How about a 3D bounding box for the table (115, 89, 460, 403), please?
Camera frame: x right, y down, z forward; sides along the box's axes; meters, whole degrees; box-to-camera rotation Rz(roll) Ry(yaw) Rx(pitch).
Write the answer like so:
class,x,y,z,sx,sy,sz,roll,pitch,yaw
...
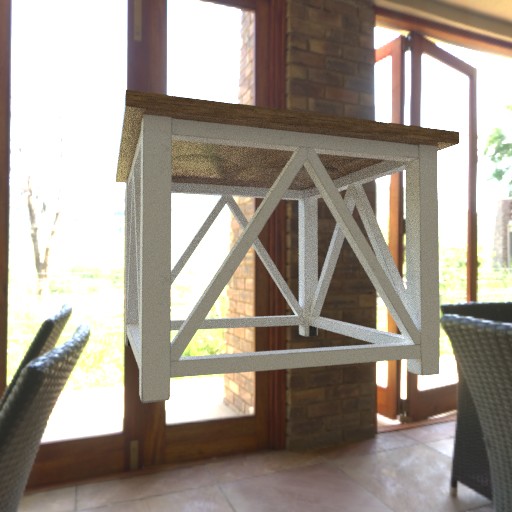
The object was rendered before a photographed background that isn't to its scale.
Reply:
class,x,y,z,sx,sy,sz,roll,pitch,yaw
table,0.000,0.000,1.175,0.700,0.532,0.700,1,-2,-19
